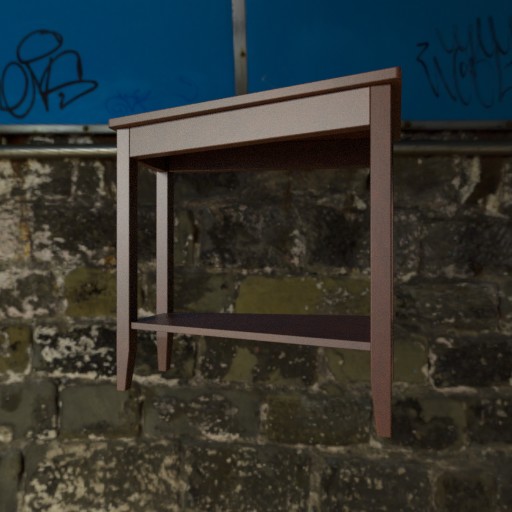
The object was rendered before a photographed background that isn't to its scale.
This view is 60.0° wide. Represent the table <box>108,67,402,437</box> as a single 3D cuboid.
[{"bbox_3d":[0.000,0.000,0.970,0.605,0.589,0.399,0,0,18],"label":"table"}]
